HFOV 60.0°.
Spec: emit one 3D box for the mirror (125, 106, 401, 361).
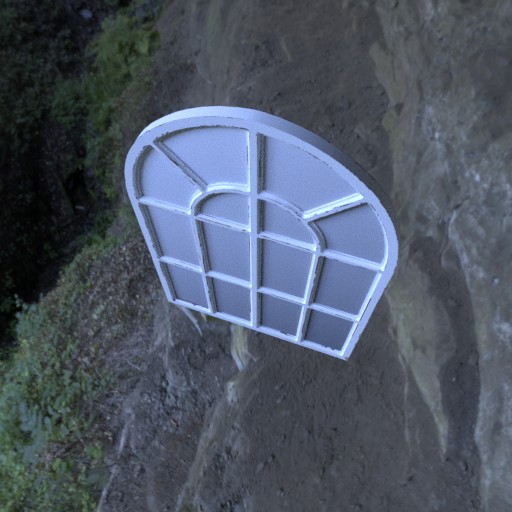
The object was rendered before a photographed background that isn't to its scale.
[{"bbox_3d":[0.000,0.000,1.158,0.660,0.920,0.032,17,59,10],"label":"mirror"}]
